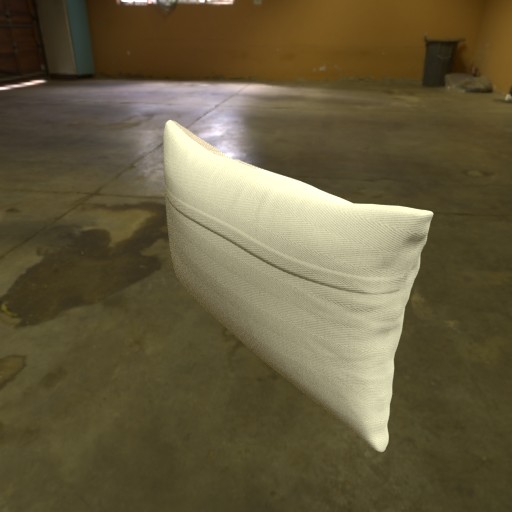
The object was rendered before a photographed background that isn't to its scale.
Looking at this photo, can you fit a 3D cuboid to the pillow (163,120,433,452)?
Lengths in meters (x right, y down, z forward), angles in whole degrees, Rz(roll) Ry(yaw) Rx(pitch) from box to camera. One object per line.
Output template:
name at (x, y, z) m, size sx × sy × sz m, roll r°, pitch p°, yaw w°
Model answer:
pillow at (0.000, 0.000, 0.627) m, size 0.139 × 0.305 × 0.506 m, roll -18°, pitch 32°, yaw -32°
